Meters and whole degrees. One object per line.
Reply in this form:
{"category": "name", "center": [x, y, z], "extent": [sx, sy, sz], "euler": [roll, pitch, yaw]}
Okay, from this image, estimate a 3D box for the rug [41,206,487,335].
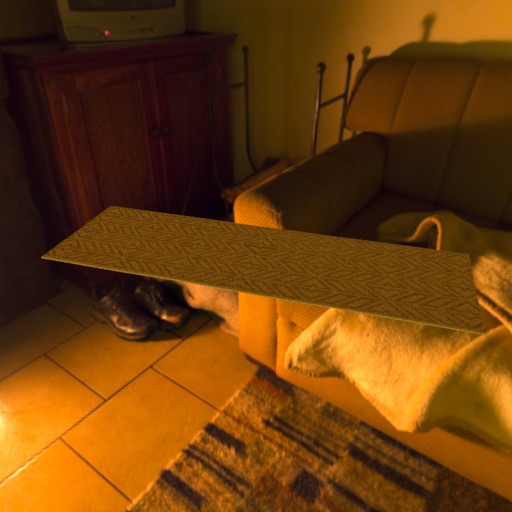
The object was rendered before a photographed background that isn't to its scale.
{"category": "rug", "center": [0.000, 0.000, 2.639], "extent": [2.435, 0.009, 0.750], "euler": [9, 32, 14]}
